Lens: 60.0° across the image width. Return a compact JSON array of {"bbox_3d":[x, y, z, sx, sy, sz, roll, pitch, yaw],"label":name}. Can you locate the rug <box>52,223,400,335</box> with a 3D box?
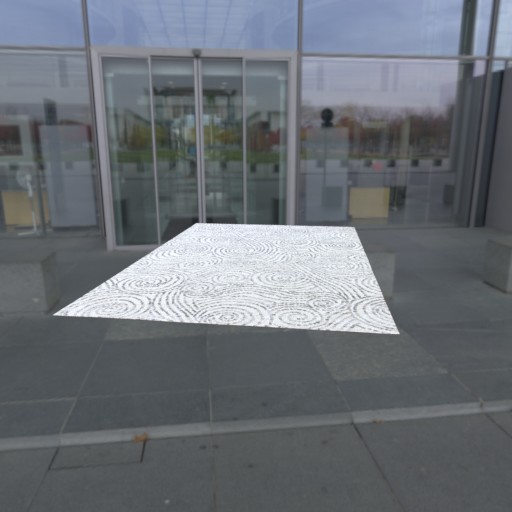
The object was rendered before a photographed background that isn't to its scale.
[{"bbox_3d":[0.000,0.000,3.074,1.524,0.005,2.439,2,14,8],"label":"rug"}]
